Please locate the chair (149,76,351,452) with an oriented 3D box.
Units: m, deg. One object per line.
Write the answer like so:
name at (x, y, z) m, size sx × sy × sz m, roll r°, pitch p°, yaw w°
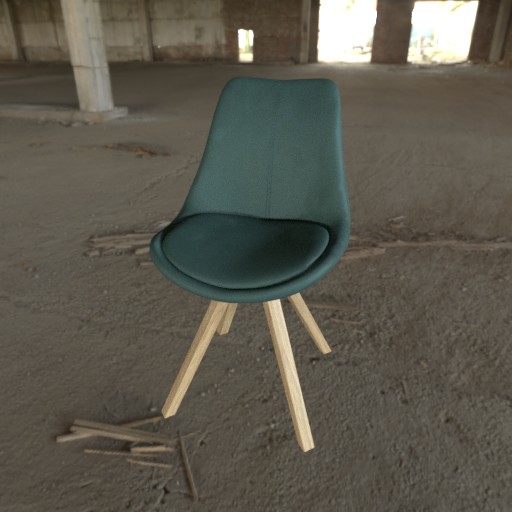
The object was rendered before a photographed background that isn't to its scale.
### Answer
chair at (0.000, 0.000, 1.203) m, size 0.483 × 0.865 × 0.547 m, roll 7°, pitch 27°, yaw 15°
